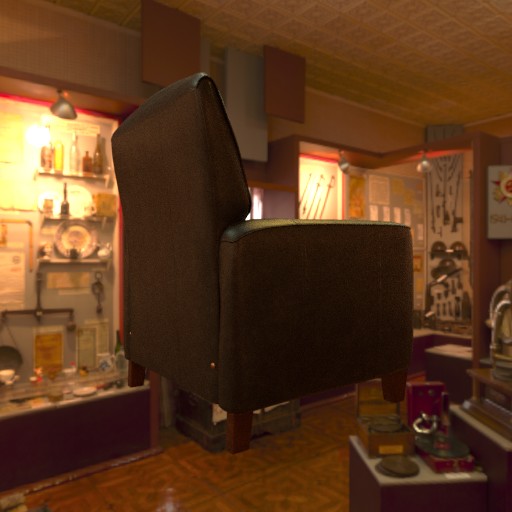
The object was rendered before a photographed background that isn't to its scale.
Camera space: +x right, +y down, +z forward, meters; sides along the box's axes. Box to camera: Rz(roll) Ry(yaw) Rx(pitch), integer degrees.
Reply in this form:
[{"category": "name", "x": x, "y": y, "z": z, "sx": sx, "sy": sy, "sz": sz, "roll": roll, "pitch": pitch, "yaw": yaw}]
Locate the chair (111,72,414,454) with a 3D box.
[{"category": "chair", "x": 0.000, "y": 0.000, "z": 1.631, "sx": 0.864, "sy": 1.014, "sz": 0.848, "roll": 0, "pitch": 0, "yaw": -36}]
